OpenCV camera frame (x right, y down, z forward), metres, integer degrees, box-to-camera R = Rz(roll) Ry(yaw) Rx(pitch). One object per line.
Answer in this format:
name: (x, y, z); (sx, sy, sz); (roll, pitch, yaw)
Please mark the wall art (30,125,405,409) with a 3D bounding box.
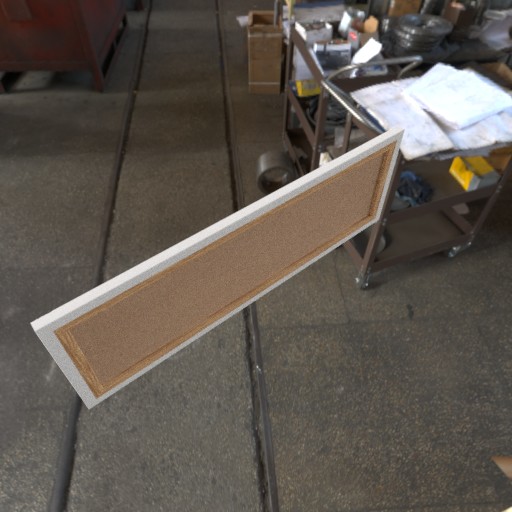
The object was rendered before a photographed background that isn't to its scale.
wall art: (0.000, 0.000, 1.680); (1.520, 0.507, 0.039); (-31, 55, -25)
